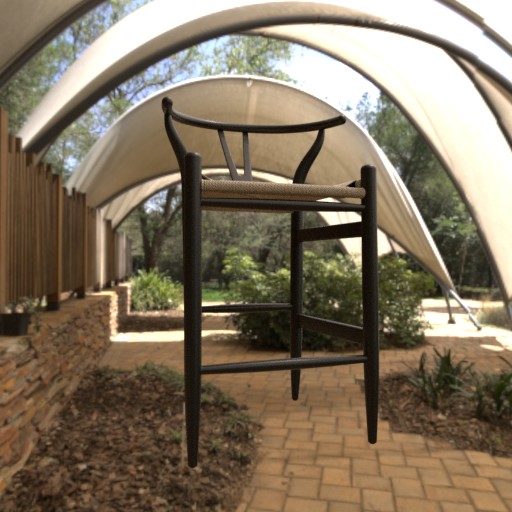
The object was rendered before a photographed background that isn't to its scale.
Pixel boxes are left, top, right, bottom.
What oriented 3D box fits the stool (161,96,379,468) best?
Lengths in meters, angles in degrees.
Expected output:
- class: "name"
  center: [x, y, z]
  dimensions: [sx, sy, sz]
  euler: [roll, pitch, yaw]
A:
- class: "stool"
  center: [0.000, 0.000, 1.343]
  dimensions: [0.569, 0.970, 0.579]
  euler: [0, -1, -16]
